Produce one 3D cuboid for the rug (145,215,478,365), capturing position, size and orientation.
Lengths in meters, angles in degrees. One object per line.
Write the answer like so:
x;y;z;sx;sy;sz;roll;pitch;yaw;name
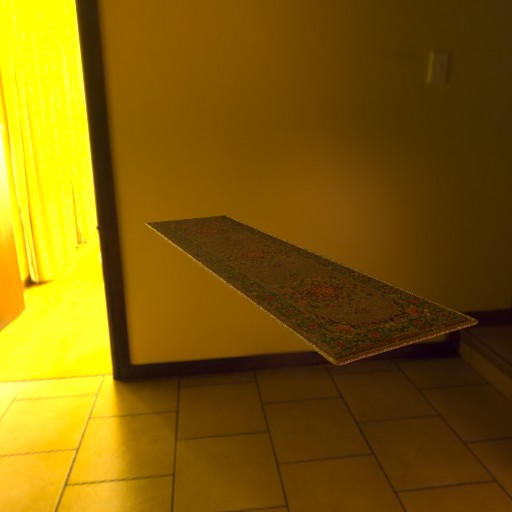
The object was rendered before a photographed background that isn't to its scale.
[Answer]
0.000;0.000;2.466;0.659;0.019;2.297;-8;18;-27;rug
